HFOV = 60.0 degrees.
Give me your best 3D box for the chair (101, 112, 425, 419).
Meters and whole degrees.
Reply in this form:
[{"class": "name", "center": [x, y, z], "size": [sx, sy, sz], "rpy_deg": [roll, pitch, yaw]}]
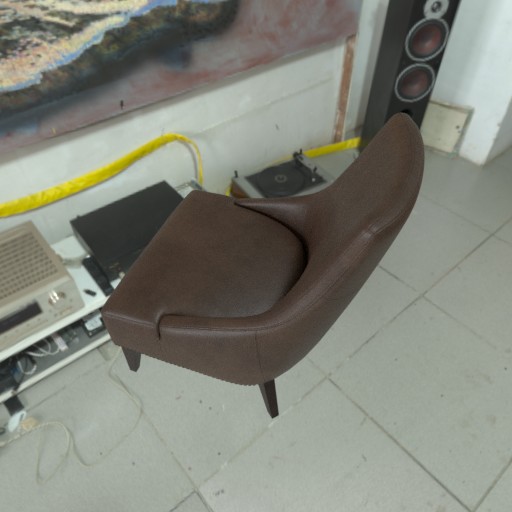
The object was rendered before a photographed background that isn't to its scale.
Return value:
[{"class": "chair", "center": [0.000, 0.000, 1.483], "size": [0.861, 0.909, 0.701], "rpy_deg": [15, 48, 14]}]
